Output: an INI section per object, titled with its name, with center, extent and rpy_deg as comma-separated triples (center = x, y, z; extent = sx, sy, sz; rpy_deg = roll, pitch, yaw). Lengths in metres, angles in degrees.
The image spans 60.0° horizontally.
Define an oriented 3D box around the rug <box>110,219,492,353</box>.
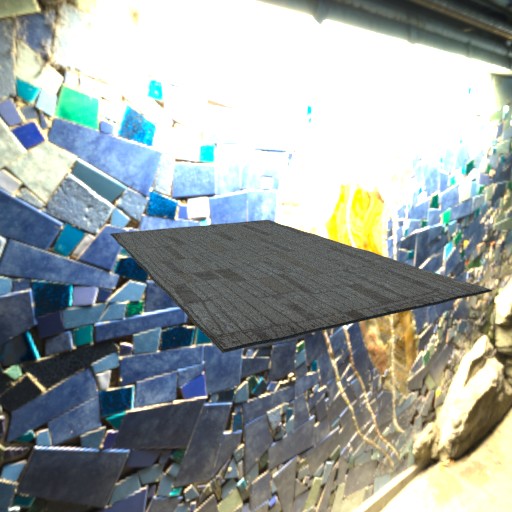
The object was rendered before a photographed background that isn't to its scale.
[rug]
center = 0.000, 0.000, 3.024
extent = 1.531, 0.023, 2.444
rpy_deg = -7, 16, -26
